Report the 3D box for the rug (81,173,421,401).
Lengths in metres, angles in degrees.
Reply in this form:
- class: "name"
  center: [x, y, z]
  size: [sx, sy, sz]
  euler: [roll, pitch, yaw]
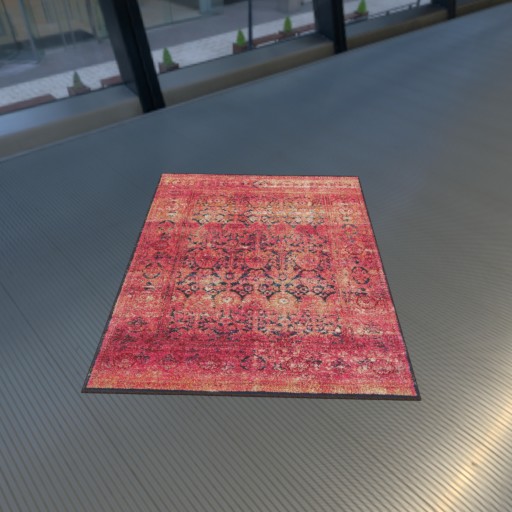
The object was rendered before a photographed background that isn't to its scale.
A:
- class: "rug"
  center: [0.000, 0.000, 4.269]
  size: [2.411, 0.020, 3.032]
  euler: [1, 41, 1]
